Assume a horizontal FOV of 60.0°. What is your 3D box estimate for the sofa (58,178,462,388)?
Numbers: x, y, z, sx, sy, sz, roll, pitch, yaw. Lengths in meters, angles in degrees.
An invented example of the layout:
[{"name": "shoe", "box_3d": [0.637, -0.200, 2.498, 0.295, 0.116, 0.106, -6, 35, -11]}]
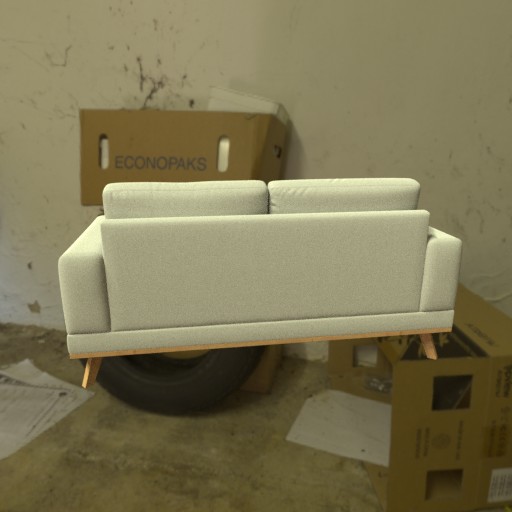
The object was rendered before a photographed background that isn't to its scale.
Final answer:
[{"name": "sofa", "box_3d": [0.000, 0.000, 2.176, 1.651, 0.810, 0.915, -2, 17, -8]}]
